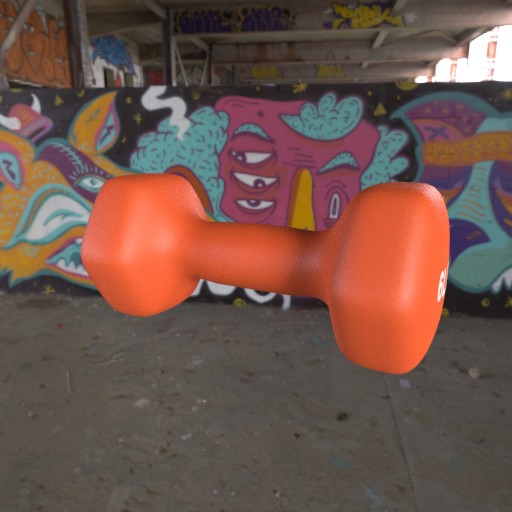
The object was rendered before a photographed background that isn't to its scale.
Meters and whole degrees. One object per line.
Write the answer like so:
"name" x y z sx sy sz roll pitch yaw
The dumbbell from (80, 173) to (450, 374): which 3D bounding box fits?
"dumbbell" 0.000 0.000 0.205 0.162 0.071 0.079 7 16 27
